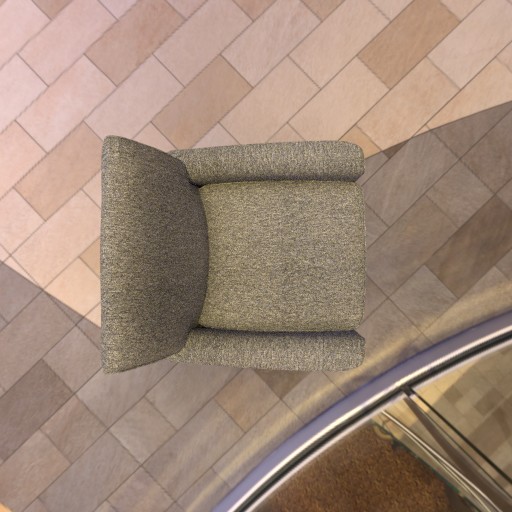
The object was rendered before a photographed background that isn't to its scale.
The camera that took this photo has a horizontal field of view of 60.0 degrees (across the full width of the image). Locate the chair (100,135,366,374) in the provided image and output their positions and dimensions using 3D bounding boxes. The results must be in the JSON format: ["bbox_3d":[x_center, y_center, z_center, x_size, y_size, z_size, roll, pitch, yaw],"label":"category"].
[{"bbox_3d":[0.000,0.000,1.697,0.864,1.014,0.848,0,89,2],"label":"chair"}]
